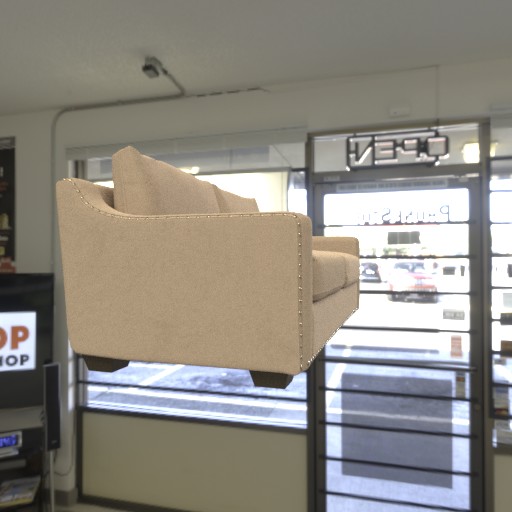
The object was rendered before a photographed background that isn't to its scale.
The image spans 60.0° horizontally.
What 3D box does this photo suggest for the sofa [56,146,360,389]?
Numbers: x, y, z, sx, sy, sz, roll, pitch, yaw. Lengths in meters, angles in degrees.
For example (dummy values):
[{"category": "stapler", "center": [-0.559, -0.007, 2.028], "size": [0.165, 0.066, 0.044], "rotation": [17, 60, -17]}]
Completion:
[{"category": "sofa", "center": [0.000, 0.000, 2.519], "size": [1.030, 0.901, 1.967], "rotation": [0, 0, 18]}]
